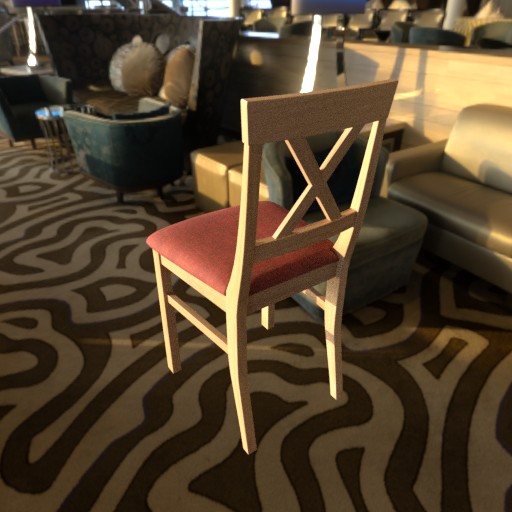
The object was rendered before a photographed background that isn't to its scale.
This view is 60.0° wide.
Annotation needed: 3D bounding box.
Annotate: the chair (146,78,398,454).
[{"bbox_3d":[0.000,0.000,1.188,0.439,0.912,0.492,-20,35,-30],"label":"chair"}]
